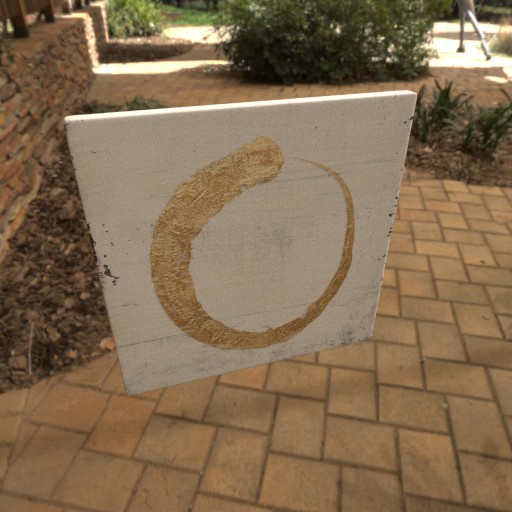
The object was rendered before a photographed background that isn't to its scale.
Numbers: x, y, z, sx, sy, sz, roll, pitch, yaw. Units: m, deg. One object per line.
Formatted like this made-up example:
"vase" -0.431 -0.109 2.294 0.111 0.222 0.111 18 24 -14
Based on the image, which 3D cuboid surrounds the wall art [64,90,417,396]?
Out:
"wall art" 0.000 0.000 1.135 0.762 0.762 0.038 -10 34 -14
